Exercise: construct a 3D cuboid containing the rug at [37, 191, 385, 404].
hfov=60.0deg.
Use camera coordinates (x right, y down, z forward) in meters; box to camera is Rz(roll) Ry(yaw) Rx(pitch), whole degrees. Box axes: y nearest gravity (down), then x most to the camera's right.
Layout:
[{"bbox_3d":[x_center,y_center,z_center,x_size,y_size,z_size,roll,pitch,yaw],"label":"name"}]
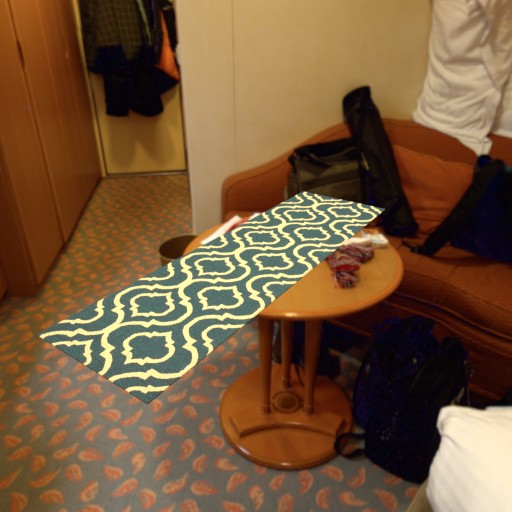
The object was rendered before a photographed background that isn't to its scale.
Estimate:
[{"bbox_3d":[0.000,0.000,2.561,0.685,0.006,2.296,18,32,31],"label":"rug"}]
